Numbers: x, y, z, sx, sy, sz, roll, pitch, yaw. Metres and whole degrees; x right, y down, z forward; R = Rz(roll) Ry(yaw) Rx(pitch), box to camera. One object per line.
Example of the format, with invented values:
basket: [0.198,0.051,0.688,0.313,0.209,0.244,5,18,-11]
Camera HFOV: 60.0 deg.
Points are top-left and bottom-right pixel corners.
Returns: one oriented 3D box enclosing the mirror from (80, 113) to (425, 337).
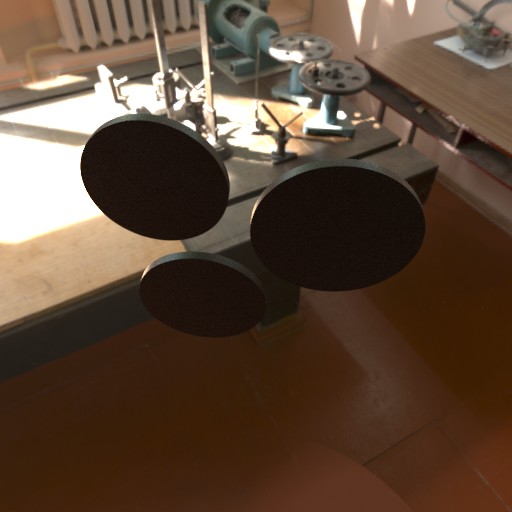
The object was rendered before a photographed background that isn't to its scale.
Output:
mirror: [0.000,0.000,3.146,2.160,2.096,0.076,4,47,4]
